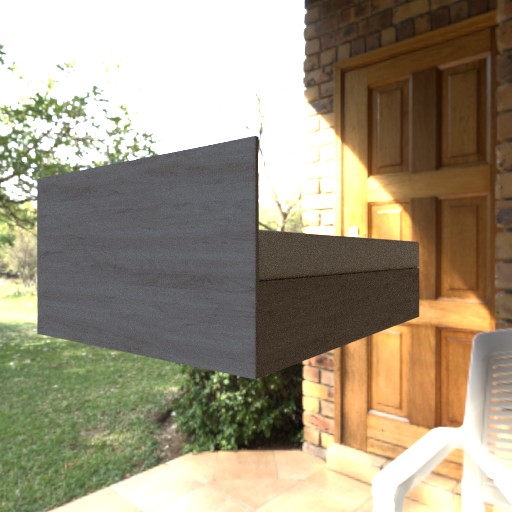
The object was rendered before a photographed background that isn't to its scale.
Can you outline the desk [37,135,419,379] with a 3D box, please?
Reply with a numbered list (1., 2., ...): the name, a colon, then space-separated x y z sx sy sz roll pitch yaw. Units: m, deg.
1. desk: 0.000 0.000 2.631 1.400 0.800 1.900 0 0 36
